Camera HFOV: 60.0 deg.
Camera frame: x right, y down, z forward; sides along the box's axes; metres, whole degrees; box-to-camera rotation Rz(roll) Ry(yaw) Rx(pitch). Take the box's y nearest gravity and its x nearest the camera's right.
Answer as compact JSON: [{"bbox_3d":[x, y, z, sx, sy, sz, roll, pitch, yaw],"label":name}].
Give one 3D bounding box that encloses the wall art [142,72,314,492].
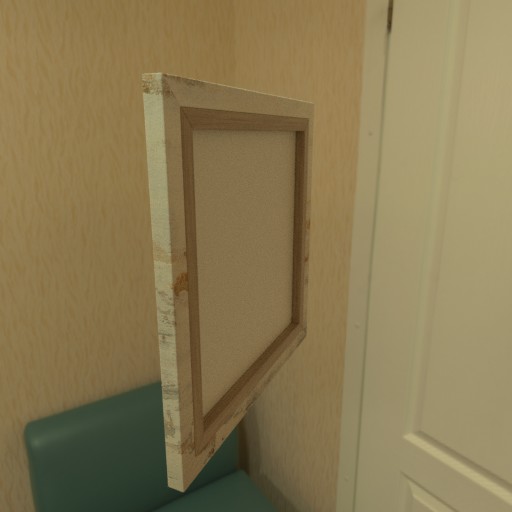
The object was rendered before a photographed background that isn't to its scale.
[{"bbox_3d":[0.000,0.000,1.092,0.038,0.755,0.753,7,17,24],"label":"wall art"}]
